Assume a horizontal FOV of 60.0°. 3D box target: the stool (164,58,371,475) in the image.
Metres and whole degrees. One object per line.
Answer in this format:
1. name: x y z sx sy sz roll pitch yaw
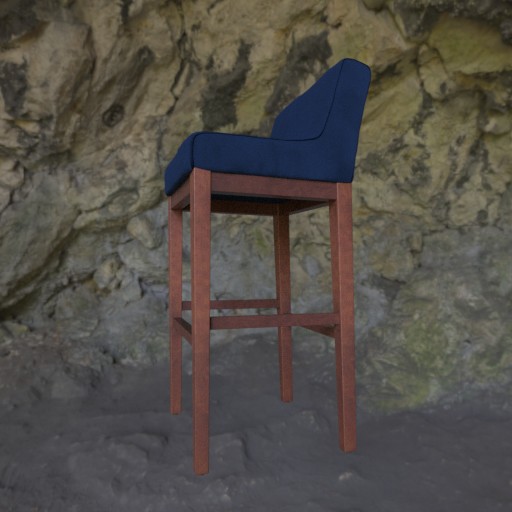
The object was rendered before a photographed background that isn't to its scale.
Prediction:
1. stool: 0.000 0.000 1.327 0.500 1.037 0.511 0 0 -18
